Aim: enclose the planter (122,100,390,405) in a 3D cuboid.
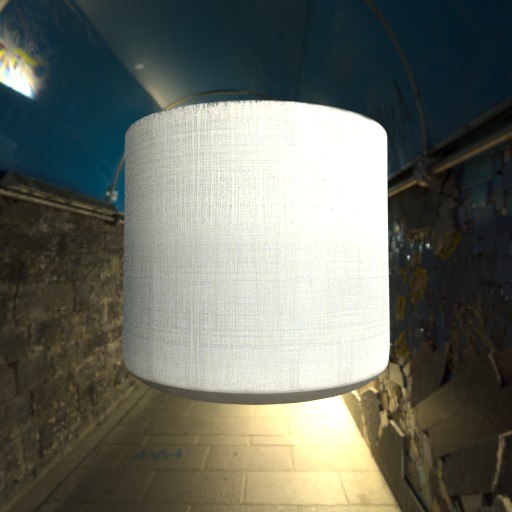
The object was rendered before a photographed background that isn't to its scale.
[{"bbox_3d":[0.000,0.000,0.391,0.226,0.201,0.226,0,0,0],"label":"planter"}]
